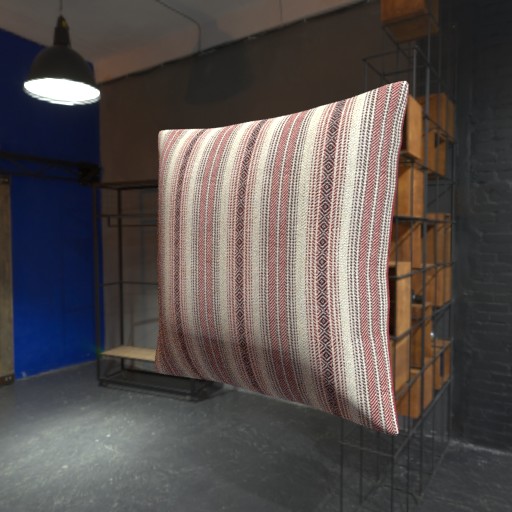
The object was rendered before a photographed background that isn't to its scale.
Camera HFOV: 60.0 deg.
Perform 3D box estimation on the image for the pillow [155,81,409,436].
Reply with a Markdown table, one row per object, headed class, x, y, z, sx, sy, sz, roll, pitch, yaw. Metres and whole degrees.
| class | x | y | z | sx | sy | sz | roll | pitch | yaw |
| --- | --- | --- | --- | --- | --- | --- | --- | --- | --- |
| pillow | 0.000 | 0.000 | 0.769 | 0.513 | 0.497 | 0.166 | 2 | 3 | 36 |
